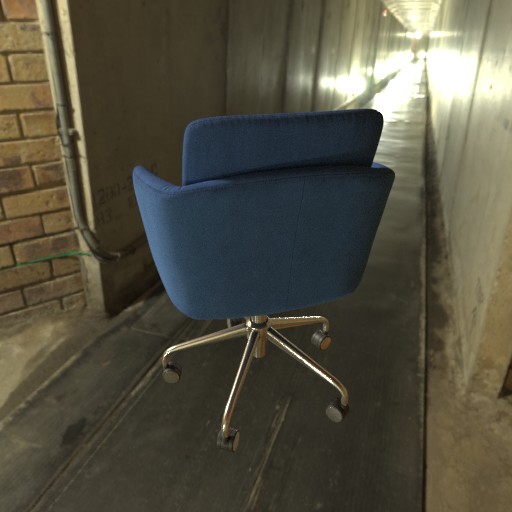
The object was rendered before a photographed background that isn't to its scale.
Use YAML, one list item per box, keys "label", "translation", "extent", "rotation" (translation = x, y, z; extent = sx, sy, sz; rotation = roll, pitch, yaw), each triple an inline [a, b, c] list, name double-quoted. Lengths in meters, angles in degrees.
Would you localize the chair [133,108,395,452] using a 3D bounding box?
- label: "chair"
  translation: [0.000, 0.000, 1.330]
  extent: [0.641, 0.908, 0.635]
  rotation: [-9, 28, -17]
